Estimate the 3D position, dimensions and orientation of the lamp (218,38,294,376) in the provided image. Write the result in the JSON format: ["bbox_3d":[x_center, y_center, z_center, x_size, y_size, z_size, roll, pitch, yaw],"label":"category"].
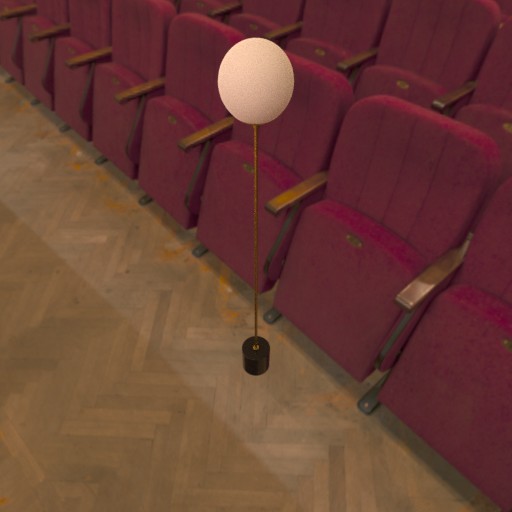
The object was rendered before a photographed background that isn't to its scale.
[{"bbox_3d":[0.000,0.000,1.878,0.229,1.748,0.229,-32,54,-27],"label":"lamp"}]
